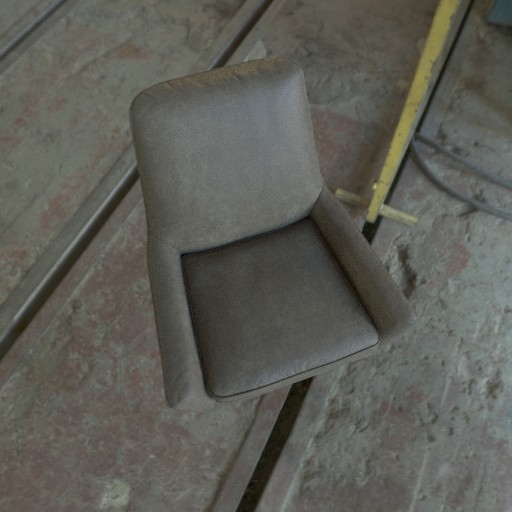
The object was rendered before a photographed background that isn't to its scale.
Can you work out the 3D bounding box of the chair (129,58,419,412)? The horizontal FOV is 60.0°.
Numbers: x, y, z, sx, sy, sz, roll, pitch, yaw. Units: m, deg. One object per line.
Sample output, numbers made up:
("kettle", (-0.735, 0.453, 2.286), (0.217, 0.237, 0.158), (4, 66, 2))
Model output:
("chair", (0.000, 0.000, 1.484), (0.787, 0.888, 0.824), (-17, 64, -9))
